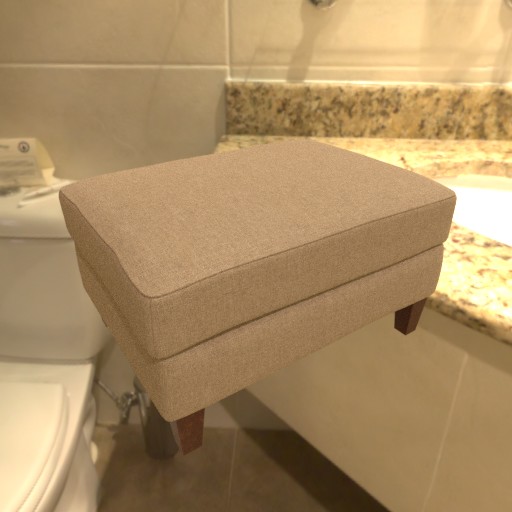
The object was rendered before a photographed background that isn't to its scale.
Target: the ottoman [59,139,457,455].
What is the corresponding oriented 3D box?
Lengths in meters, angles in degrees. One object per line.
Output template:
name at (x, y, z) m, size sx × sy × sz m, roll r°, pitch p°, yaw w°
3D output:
ottoman at (0.000, 0.000, 1.288) m, size 0.898 × 0.519 × 0.677 m, roll -18°, pitch 34°, yaw -29°
